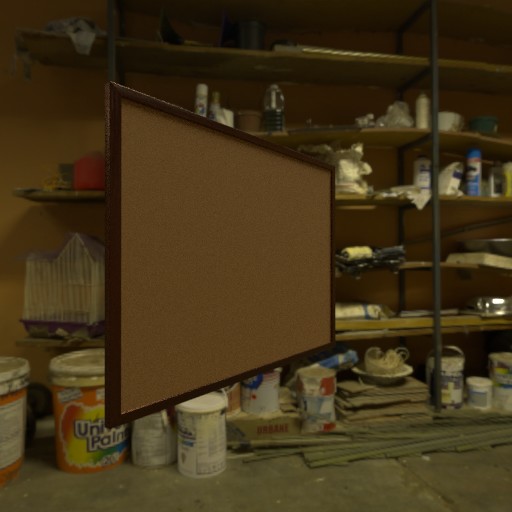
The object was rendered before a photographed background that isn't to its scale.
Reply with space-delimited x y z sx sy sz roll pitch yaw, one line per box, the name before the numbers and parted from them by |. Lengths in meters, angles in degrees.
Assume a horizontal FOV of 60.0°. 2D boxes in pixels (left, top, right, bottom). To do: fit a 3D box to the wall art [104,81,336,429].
wall art | 0.000 0.000 1.045 0.014 0.559 0.816 0 0 36
